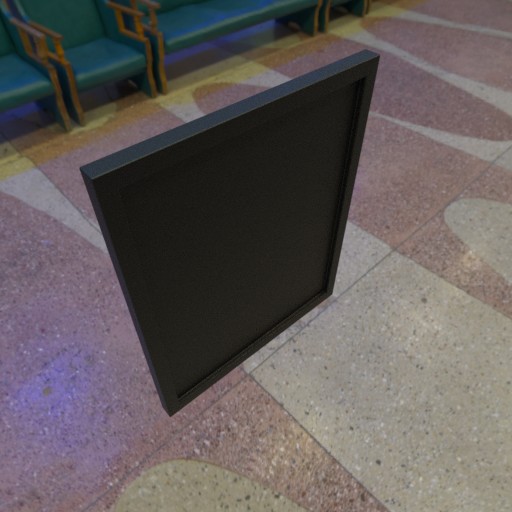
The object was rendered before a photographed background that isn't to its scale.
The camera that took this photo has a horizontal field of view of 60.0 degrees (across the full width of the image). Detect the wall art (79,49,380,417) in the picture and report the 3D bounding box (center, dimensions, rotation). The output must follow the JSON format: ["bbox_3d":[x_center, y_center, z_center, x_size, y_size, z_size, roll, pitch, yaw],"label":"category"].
[{"bbox_3d":[0.000,0.000,0.752,0.457,0.559,0.028,-32,54,-27],"label":"wall art"}]
